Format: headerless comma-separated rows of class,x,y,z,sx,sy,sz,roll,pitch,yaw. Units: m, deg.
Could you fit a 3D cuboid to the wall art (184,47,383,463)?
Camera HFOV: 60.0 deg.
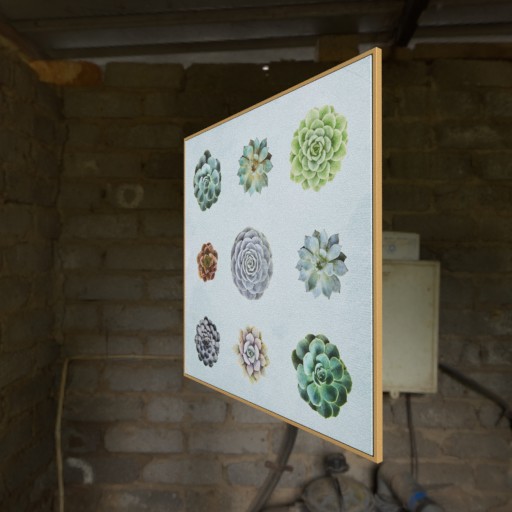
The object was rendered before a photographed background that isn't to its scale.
wall art,0.000,0.000,0.965,0.014,0.655,0.657,0,-1,-36
